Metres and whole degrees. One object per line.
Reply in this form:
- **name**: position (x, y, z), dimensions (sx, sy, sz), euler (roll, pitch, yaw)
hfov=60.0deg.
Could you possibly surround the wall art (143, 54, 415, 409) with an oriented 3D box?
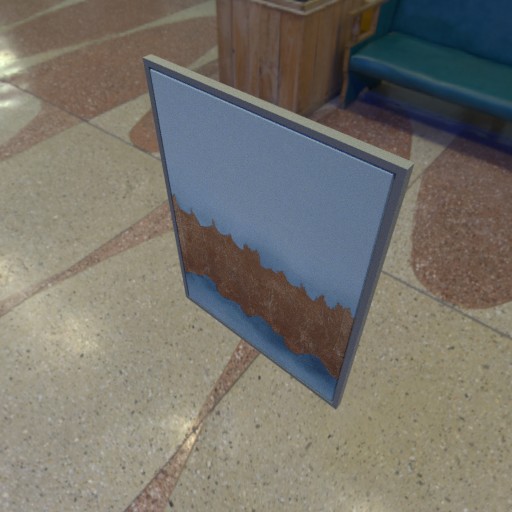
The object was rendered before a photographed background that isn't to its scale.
- **wall art**: position (0.000, 0.000, 1.409), dimensions (0.789, 1.042, 0.034), euler (32, 54, 27)
